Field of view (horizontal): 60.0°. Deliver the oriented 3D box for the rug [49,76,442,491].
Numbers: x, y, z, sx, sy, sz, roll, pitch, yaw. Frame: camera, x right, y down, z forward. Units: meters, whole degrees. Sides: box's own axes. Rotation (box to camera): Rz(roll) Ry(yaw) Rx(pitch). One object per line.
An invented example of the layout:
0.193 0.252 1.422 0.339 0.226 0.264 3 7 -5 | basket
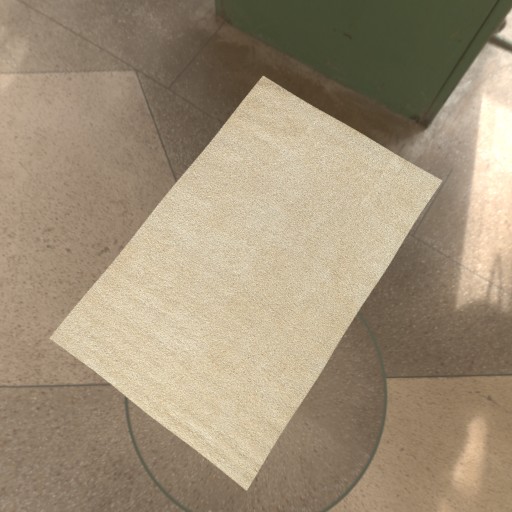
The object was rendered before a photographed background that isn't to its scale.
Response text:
0.000 0.000 2.912 1.500 0.025 2.346 34 77 9 | rug
